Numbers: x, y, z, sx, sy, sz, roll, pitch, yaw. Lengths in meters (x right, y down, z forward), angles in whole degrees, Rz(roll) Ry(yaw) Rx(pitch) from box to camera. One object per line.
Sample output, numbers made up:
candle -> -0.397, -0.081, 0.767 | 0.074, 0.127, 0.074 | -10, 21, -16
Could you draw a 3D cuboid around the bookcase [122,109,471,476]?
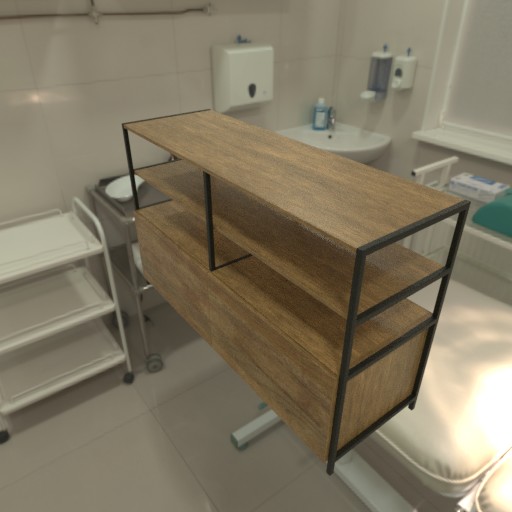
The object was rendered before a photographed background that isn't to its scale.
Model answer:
bookcase -> 0.000, 0.000, 1.507 | 0.391, 0.712, 1.149 | -21, 37, -31
